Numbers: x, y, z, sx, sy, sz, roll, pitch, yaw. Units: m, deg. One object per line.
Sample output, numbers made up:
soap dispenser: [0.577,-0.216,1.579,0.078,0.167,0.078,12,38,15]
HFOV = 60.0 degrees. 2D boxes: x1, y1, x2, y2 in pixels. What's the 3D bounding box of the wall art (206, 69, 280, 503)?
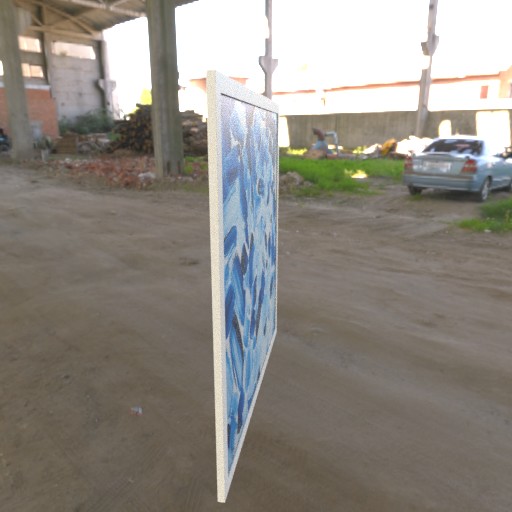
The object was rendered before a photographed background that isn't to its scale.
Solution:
wall art: [0.000,0.000,1.174,0.015,0.812,0.812,3,15,10]
